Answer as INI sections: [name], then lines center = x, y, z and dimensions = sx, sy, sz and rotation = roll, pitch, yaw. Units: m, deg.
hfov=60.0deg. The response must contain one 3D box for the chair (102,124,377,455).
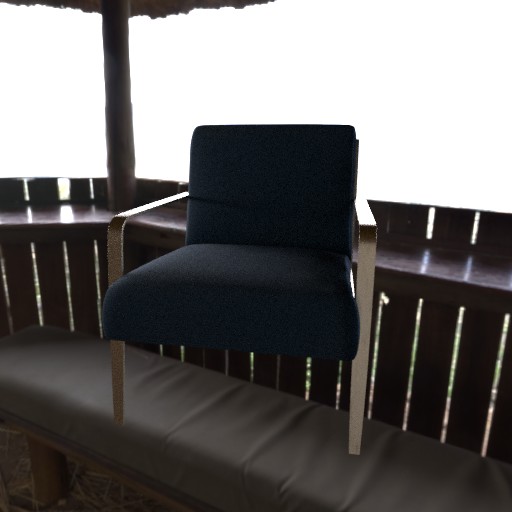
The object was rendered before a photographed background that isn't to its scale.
[chair]
center = 0.000, 0.000, 1.426
dimensions = 0.692, 0.831, 0.859
rotation = 3, 15, 10
